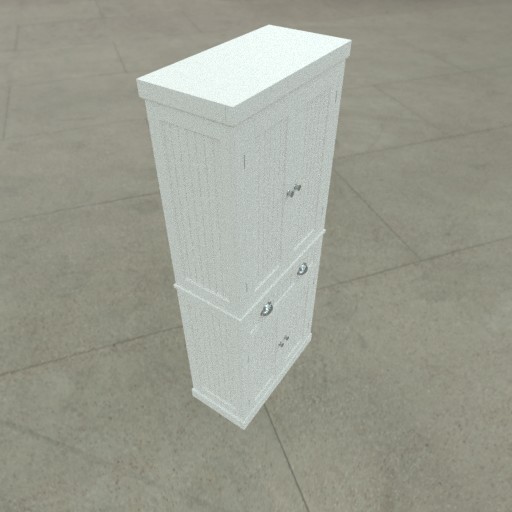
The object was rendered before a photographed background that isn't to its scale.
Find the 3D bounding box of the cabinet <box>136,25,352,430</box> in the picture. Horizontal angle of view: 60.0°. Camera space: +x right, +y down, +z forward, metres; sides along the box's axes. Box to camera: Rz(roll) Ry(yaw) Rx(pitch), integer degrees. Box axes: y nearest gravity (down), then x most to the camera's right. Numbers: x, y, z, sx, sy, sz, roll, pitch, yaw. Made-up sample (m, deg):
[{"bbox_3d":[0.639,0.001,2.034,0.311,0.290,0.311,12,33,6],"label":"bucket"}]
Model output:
[{"bbox_3d":[0.000,0.000,2.137,0.390,1.829,0.754,25,47,25],"label":"cabinet"}]
